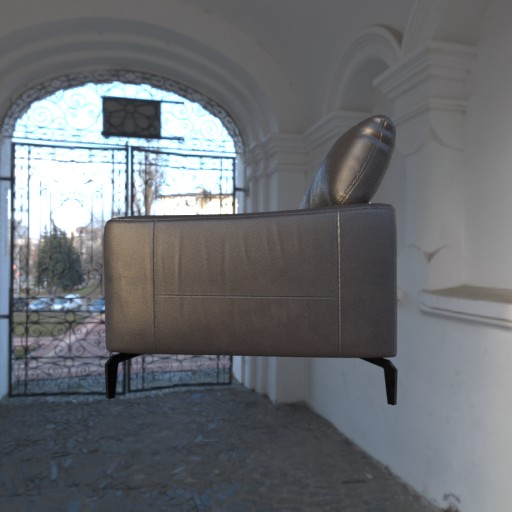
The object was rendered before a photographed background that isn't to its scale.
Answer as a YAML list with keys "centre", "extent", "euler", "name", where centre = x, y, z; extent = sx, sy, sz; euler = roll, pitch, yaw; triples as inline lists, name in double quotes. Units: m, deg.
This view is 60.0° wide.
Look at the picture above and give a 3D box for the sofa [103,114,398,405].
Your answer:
- centre: [0.000, 0.000, 2.110]
  extent: [0.958, 0.920, 1.596]
  euler: [0, 0, 2]
  name: "sofa"
